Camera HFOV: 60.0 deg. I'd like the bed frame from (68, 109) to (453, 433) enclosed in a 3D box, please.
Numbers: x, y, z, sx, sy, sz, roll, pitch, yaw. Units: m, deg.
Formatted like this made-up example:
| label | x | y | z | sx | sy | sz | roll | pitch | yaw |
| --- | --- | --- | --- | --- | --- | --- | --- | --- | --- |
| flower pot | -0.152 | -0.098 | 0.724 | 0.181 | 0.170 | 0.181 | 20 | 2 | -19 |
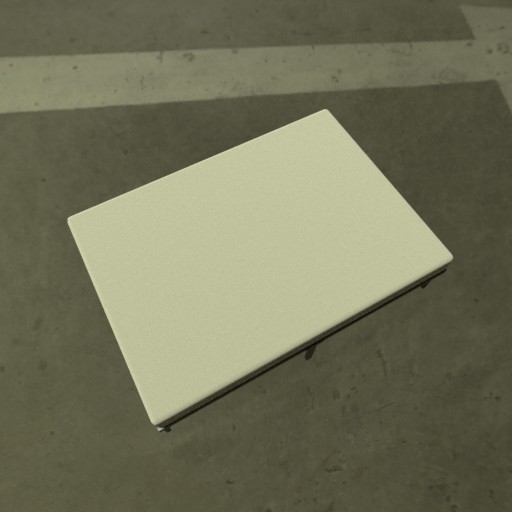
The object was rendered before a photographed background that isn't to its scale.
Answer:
| label | x | y | z | sx | sy | sz | roll | pitch | yaw |
| --- | --- | --- | --- | --- | --- | --- | --- | --- | --- |
| bed frame | 0.000 | 0.000 | 3.917 | 2.842 | 0.680 | 2.205 | -19 | 64 | -10 |
